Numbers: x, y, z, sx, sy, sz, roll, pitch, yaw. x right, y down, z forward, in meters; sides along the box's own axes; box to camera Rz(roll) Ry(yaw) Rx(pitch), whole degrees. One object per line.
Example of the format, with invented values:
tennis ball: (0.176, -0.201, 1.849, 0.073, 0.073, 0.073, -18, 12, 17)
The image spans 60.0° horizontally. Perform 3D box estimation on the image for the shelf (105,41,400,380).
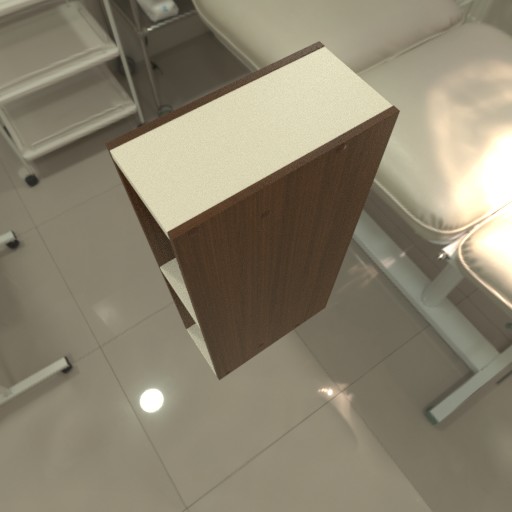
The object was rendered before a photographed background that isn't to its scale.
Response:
shelf: (0.000, 0.000, 0.746, 0.290, 0.600, 0.147, -32, 67, -15)
